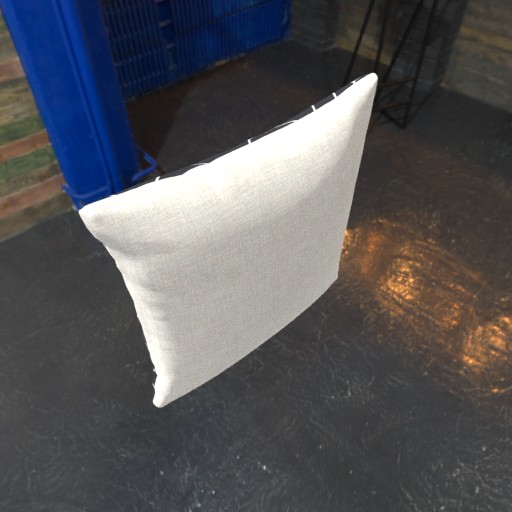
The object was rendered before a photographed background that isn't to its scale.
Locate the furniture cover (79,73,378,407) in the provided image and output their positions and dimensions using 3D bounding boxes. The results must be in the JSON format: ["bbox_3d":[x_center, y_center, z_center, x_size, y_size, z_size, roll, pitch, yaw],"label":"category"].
[{"bbox_3d":[0.000,0.000,0.787,0.517,0.508,0.158,-32,54,-27],"label":"furniture cover"}]
